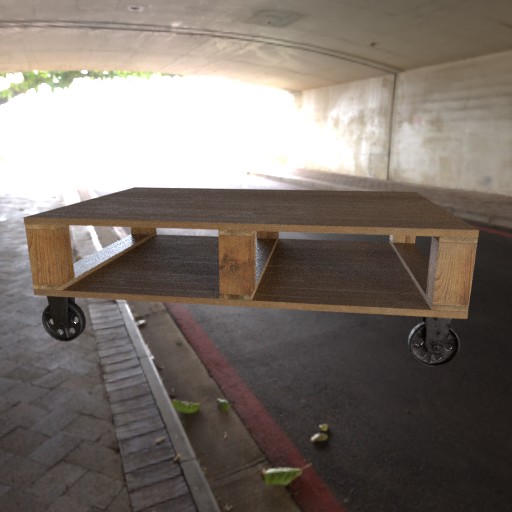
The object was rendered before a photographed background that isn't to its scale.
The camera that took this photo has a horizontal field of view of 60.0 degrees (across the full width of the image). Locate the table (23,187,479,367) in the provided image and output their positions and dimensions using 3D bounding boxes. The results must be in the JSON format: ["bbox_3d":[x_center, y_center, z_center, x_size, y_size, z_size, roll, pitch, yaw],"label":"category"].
[{"bbox_3d":[0.000,0.000,1.697,1.299,0.413,0.827,2,15,8],"label":"table"}]
